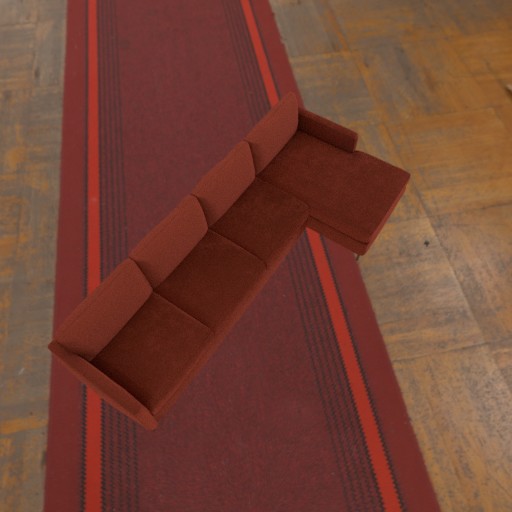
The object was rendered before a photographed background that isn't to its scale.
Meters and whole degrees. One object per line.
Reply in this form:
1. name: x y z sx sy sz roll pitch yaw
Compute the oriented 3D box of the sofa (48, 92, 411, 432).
1. sofa: 0.000 0.000 3.457 1.350 0.810 2.932 30 64 17
